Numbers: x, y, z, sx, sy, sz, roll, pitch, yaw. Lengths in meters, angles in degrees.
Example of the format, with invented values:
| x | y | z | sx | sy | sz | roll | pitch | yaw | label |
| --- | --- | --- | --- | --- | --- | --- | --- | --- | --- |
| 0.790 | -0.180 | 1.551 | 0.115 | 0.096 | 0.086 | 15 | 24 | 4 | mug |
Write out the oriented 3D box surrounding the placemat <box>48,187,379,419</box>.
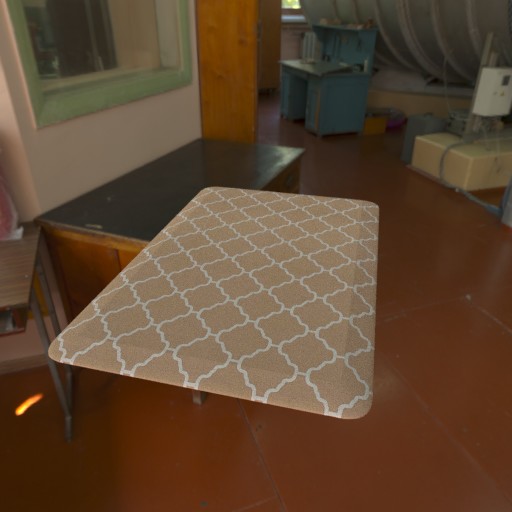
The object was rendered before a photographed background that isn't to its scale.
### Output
| x | y | z | sx | sy | sz | roll | pitch | yaw | label |
| --- | --- | --- | --- | --- | --- | --- | --- | --- | --- |
| 0.000 | 0.000 | 0.953 | 0.508 | 0.021 | 0.762 | 7 | 31 | 12 | placemat |
